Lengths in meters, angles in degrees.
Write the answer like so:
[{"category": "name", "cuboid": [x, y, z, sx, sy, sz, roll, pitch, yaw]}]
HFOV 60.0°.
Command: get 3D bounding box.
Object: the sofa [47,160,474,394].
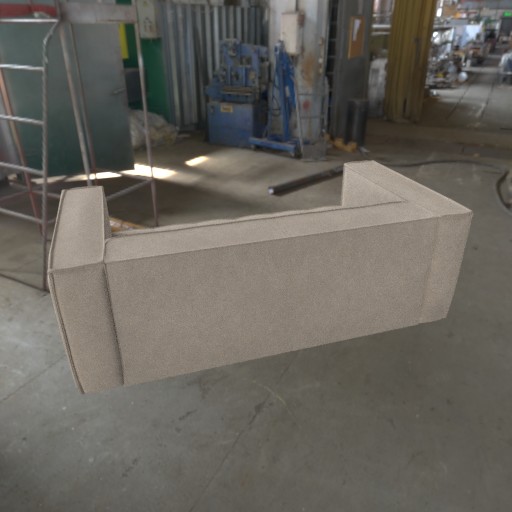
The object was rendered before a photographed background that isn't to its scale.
[{"category": "sofa", "cuboid": [0.000, 0.000, 2.478, 1.995, 0.680, 1.038, -8, 29, -15]}]
